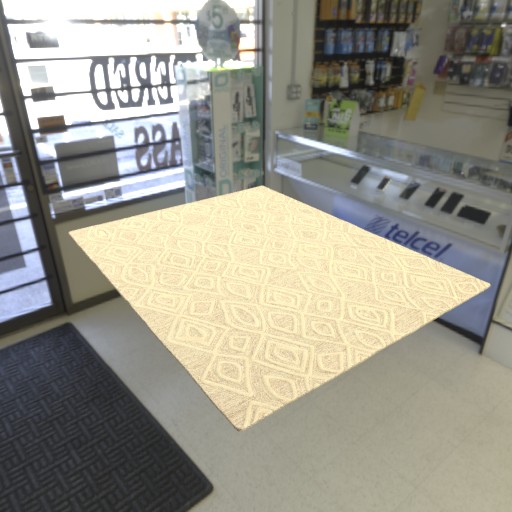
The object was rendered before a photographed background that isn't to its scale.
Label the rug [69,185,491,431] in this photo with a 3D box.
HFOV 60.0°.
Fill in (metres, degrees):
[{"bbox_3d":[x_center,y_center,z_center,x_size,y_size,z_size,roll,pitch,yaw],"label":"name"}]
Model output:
[{"bbox_3d":[0.000,0.000,3.984,2.449,0.025,3.049,-19,33,-32],"label":"rug"}]
